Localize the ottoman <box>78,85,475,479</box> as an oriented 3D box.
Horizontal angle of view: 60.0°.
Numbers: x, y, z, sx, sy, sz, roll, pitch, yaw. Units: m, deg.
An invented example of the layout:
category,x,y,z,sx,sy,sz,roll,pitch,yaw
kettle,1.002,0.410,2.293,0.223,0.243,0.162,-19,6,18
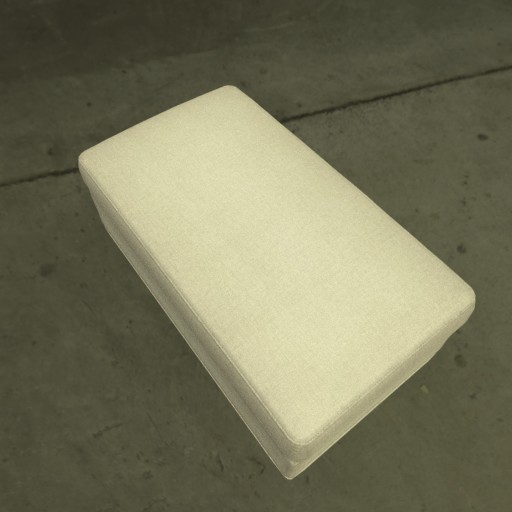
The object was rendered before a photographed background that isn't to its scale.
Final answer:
category,x,y,z,sx,sy,sz,roll,pitch,yaw
ottoman,0.000,0.000,1.390,0.617,0.461,1.097,-33,63,-19
